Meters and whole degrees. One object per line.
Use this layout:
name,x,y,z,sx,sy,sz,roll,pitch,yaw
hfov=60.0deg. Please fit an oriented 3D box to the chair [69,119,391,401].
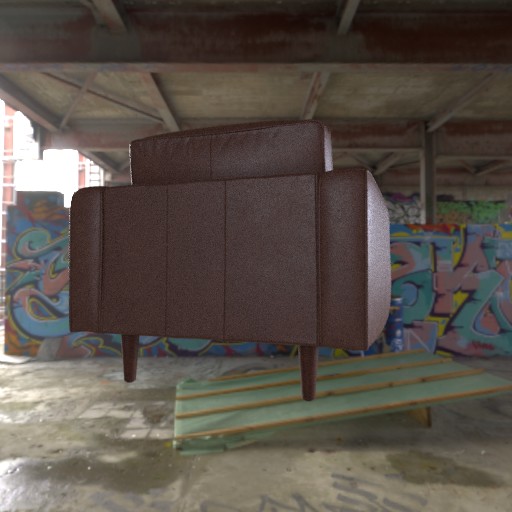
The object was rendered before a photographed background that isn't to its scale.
chair,0.000,0.000,1.593,0.920,0.770,0.900,0,-1,20
